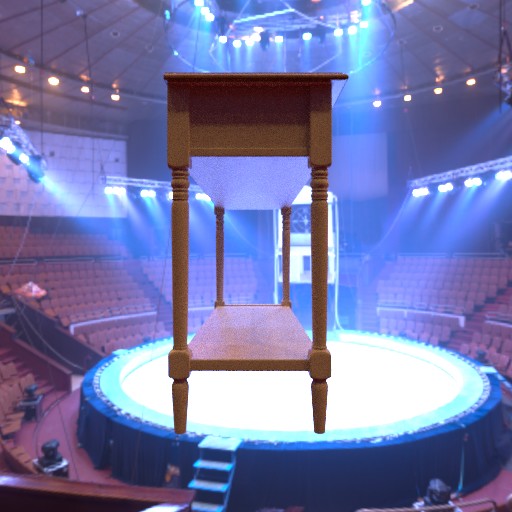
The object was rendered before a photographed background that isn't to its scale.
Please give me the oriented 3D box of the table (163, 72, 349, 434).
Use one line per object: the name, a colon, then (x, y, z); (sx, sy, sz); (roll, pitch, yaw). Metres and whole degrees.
table: (0.000, 0.000, 1.563); (0.399, 0.800, 1.219); (0, 0, 0)
